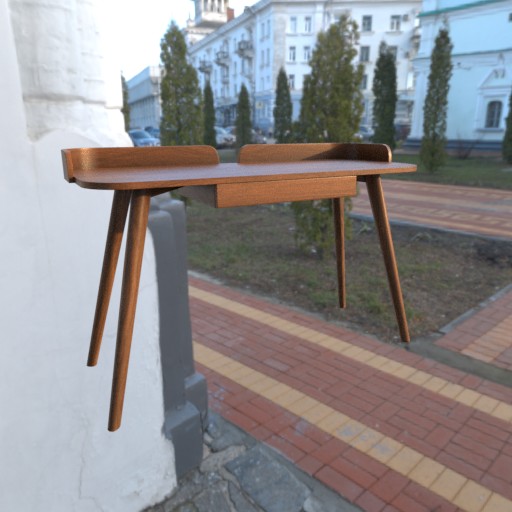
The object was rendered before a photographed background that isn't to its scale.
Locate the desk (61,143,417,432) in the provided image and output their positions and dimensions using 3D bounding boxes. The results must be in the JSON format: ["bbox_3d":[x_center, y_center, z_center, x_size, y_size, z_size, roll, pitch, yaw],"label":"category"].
[{"bbox_3d":[0.000,0.000,1.679,1.256,0.800,0.486,-8,18,-27],"label":"desk"}]
